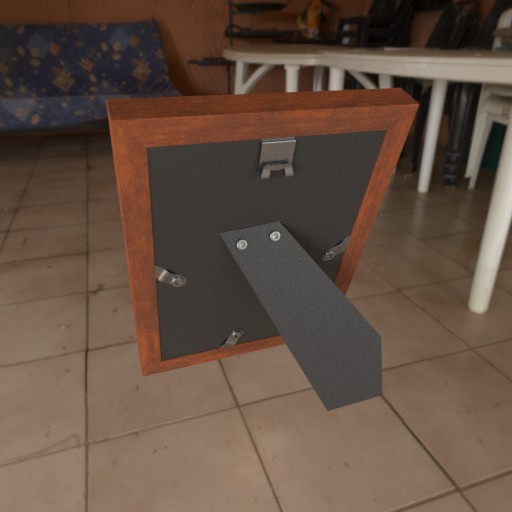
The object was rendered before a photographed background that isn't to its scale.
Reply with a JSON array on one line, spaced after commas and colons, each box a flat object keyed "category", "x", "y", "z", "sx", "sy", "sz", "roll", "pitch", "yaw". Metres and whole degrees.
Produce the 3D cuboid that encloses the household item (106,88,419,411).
[{"category": "household item", "x": 0.000, "y": 0.000, "z": 0.288, "sx": 0.160, "sy": 0.204, "sz": 0.096, "roll": -9, "pitch": 27, "yaw": -18}]
